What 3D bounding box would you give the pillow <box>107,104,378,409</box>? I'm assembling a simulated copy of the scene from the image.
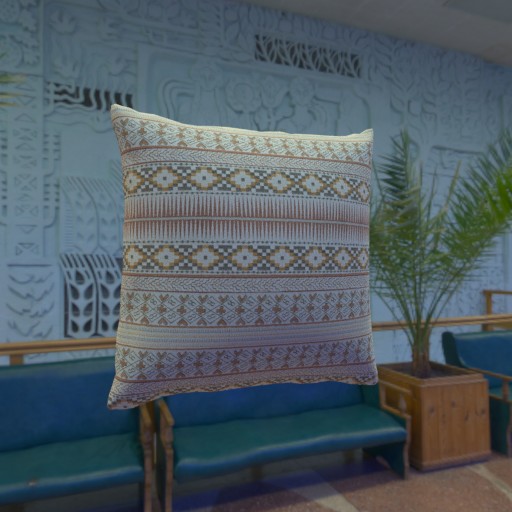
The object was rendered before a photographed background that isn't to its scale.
[{"bbox_3d":[0.000,0.000,0.822,0.521,0.519,0.215,0,-1,-19],"label":"pillow"}]
